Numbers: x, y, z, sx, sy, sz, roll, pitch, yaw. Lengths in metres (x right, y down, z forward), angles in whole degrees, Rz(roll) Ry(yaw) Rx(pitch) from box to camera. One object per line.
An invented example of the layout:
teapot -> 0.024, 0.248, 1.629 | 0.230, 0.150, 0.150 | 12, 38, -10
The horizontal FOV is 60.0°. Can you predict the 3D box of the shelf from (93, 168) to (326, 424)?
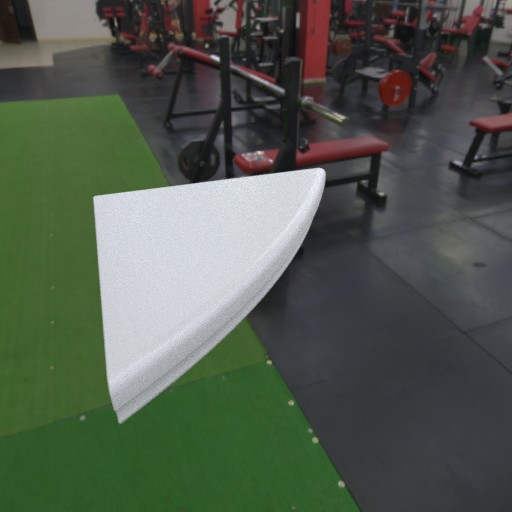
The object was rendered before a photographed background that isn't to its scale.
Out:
shelf -> 0.000, 0.000, 0.467 | 0.310, 0.050, 0.310 | -10, 34, -16
